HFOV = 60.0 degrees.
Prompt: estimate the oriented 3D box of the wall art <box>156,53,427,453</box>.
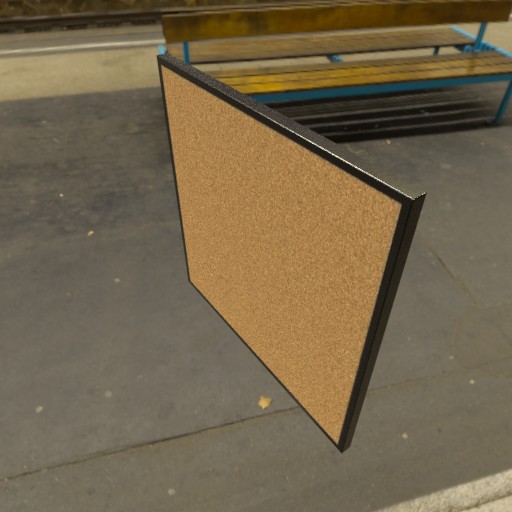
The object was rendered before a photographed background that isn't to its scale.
[{"bbox_3d":[0.000,0.000,0.501,0.014,0.349,0.349,-26,48,-26],"label":"wall art"}]
